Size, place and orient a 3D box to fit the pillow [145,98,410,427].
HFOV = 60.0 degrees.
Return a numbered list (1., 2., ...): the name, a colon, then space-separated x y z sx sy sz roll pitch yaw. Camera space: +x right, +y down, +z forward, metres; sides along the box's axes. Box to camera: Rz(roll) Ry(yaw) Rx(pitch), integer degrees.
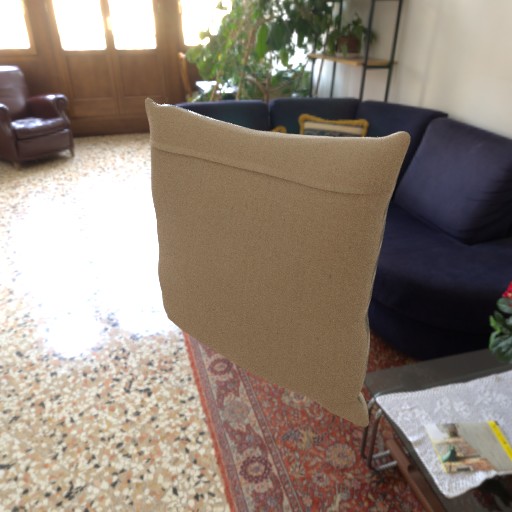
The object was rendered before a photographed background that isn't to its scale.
1. pillow: 0.000 0.000 0.689 0.440 0.441 0.182 20 35 32
